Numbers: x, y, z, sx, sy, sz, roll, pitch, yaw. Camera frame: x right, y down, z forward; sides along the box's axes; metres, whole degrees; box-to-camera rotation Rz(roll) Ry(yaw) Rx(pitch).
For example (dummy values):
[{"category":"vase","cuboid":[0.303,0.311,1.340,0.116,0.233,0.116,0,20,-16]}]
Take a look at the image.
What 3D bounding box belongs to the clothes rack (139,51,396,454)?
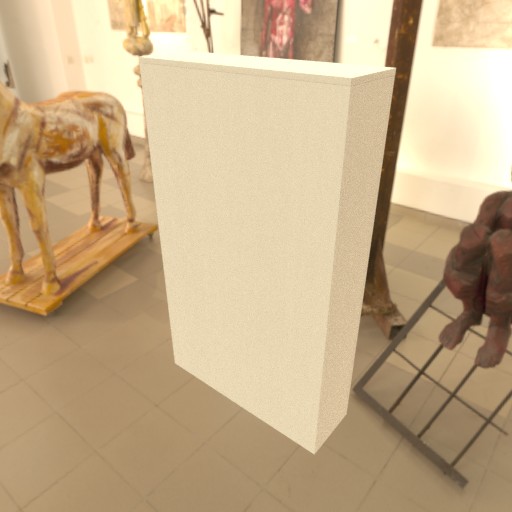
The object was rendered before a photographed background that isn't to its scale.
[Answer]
[{"category":"clothes rack","cuboid":[0.000,0.000,1.585,0.750,1.280,0.250,22,36,33]}]
